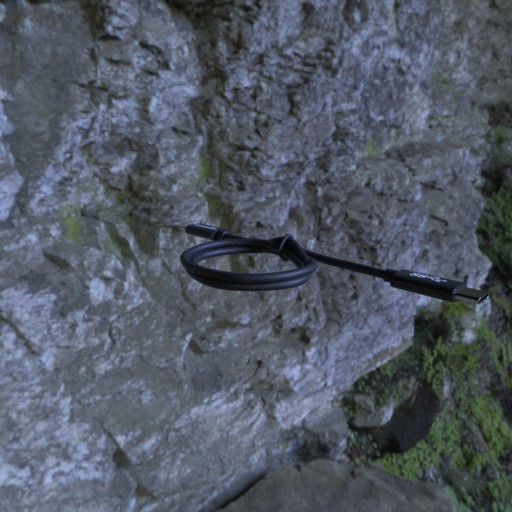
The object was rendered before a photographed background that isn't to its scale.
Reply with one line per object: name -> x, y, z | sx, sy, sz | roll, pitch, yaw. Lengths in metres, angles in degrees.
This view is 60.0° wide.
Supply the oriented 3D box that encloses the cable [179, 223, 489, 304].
cable -> 0.000, 0.000, 0.209 | 0.186, 0.014, 0.070 | 15, 21, 43
